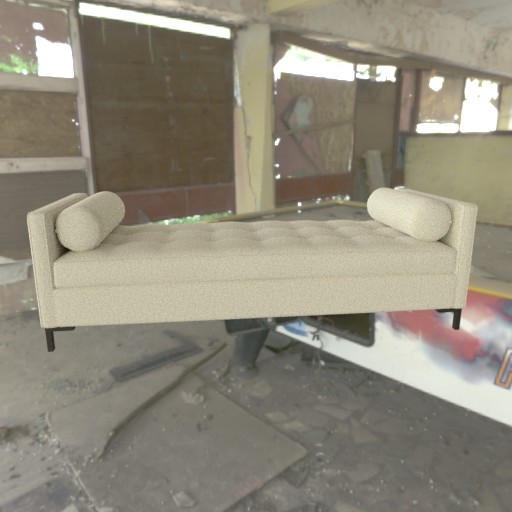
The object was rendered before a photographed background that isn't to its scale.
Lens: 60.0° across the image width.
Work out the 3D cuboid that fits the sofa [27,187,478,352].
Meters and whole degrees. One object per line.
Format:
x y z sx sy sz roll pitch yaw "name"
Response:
0.000 0.000 2.333 1.985 0.641 0.746 -2 15 -7 "sofa"
